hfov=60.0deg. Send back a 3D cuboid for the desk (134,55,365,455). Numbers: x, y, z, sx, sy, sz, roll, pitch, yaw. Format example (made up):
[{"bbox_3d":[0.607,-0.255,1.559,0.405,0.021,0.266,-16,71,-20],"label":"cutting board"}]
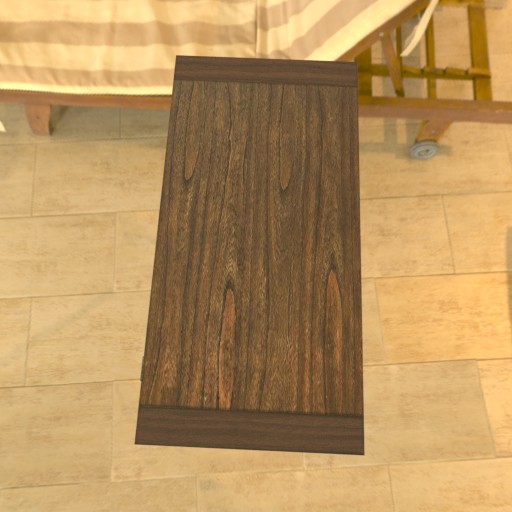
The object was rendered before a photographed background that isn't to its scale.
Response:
[{"bbox_3d":[0.000,0.000,2.013,0.784,0.725,1.543,2,75,1],"label":"desk"}]
